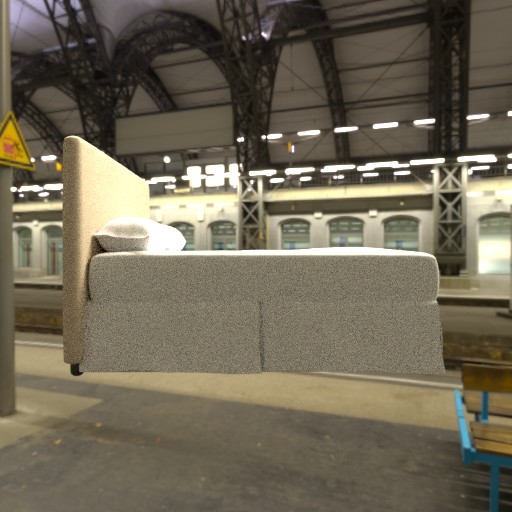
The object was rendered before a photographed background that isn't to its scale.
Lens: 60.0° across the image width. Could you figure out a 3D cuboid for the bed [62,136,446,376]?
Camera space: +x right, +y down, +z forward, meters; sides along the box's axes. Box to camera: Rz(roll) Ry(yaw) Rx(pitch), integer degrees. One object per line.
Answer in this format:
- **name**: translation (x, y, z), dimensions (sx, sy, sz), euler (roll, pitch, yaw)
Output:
- **bed**: translation (0.000, 0.000, 3.247), dimensions (2.142, 1.330, 1.723), euler (0, 0, -1)
